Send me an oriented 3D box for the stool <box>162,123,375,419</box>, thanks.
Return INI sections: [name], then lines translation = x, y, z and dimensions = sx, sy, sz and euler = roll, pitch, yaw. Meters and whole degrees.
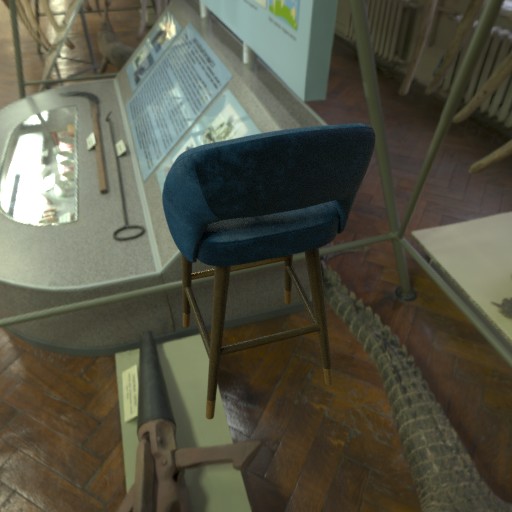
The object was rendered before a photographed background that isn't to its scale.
[stool]
translation = 0.000, 0.000, 1.365
dimensions = 0.514, 1.016, 0.515
euler = -11, 41, -13
